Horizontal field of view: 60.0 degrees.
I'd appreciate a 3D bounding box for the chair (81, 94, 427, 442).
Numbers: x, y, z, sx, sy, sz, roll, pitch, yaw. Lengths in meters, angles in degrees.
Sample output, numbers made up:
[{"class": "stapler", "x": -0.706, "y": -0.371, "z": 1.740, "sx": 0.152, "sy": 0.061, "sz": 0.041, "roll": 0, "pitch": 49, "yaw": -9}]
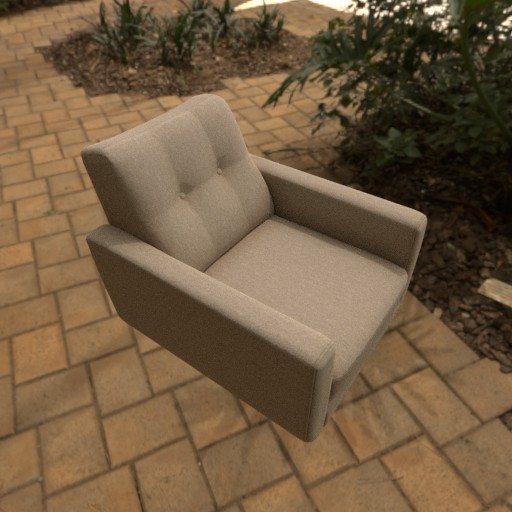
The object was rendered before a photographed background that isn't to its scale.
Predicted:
[{"class": "chair", "x": 0.000, "y": 0.000, "z": 1.832, "sx": 1.128, "sy": 0.965, "sz": 0.897, "roll": 25, "pitch": 47, "yaw": 26}]
